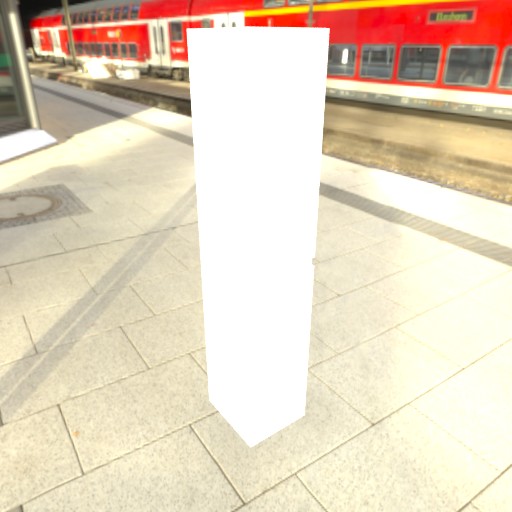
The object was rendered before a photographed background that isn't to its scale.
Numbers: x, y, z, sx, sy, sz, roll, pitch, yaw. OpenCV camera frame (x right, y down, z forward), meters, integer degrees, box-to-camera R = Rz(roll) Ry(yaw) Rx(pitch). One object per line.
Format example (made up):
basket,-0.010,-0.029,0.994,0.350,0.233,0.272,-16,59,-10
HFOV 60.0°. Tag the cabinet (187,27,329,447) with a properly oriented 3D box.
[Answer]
cabinet,0.000,0.000,1.533,0.269,1.400,0.300,-18,31,-32
